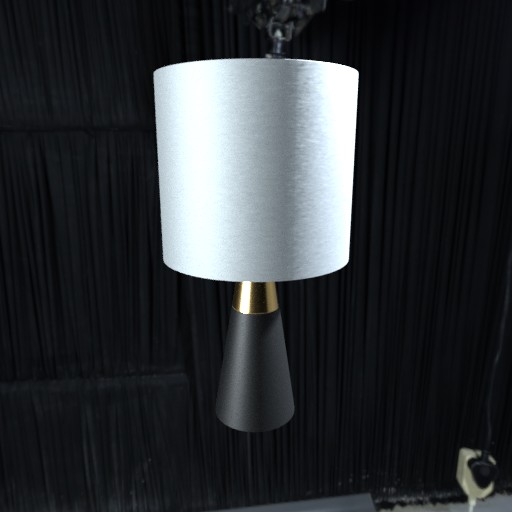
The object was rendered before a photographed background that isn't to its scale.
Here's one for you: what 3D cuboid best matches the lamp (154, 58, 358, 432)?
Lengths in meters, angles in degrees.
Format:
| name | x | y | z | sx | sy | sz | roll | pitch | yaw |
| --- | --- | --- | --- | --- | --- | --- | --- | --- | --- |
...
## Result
| name | x | y | z | sx | sy | sz | roll | pitch | yaw |
| --- | --- | --- | --- | --- | --- | --- | --- | --- | --- |
| lamp | 0.000 | 0.000 | 0.752 | 0.308 | 0.580 | 0.308 | -2 | 14 | -7 |
